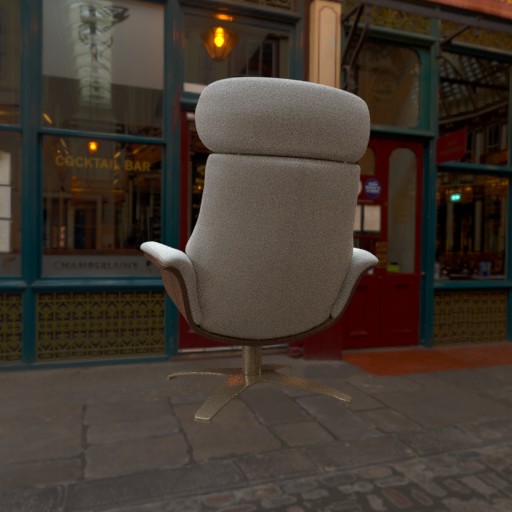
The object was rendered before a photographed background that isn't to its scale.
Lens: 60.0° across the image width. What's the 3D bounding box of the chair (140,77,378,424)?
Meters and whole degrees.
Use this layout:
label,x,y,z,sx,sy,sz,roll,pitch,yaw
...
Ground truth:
label,x,y,z,sx,sy,sz,roll,pitch,yaw
chair,0.000,0.000,1.606,0.785,0.995,0.837,0,0,-19
